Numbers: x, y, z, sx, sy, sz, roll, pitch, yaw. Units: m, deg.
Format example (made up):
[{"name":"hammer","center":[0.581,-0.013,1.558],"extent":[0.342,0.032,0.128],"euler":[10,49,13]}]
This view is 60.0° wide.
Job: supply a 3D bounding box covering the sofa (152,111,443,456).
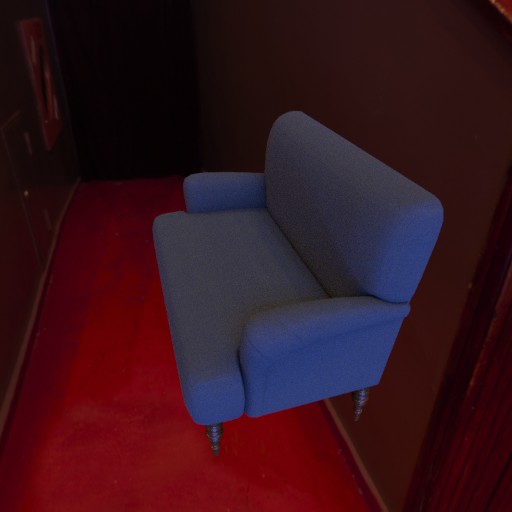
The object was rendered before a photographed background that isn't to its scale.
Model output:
[{"name":"sofa","center":[0.000,0.000,1.832],"extent":[0.779,0.889,1.297],"euler":[-8,32,-14]}]
